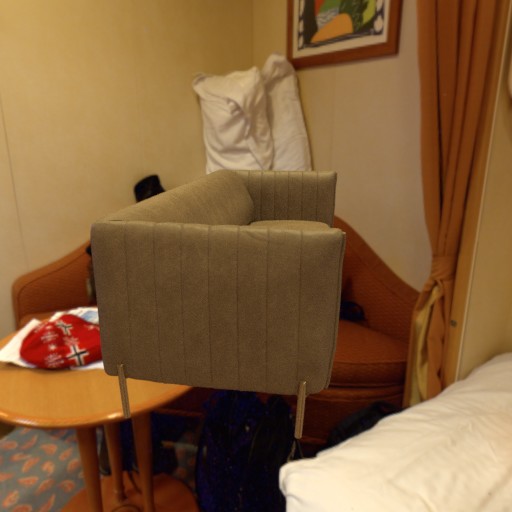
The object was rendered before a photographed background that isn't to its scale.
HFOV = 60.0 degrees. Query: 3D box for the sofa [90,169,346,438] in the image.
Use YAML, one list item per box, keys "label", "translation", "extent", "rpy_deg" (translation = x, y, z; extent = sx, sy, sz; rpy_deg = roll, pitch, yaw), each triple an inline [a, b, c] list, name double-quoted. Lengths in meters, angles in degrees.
- label: "sofa"
  translation: [0.000, 0.000, 2.449]
  extent: [0.876, 0.779, 1.980]
  rpy_deg: [3, 17, 9]
